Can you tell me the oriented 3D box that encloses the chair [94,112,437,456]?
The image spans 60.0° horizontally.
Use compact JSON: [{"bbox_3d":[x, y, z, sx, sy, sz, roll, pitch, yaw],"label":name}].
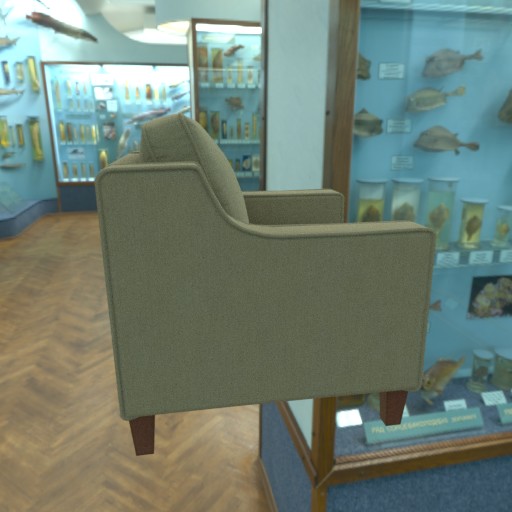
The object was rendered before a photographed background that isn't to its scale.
[{"bbox_3d":[0.000,0.000,1.583,0.909,0.960,0.831,-3,16,-10],"label":"chair"}]
